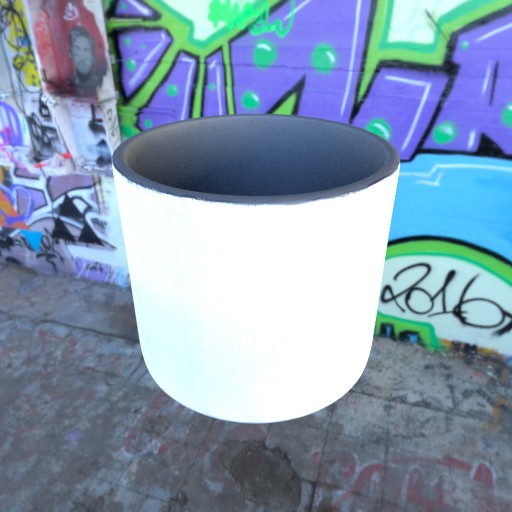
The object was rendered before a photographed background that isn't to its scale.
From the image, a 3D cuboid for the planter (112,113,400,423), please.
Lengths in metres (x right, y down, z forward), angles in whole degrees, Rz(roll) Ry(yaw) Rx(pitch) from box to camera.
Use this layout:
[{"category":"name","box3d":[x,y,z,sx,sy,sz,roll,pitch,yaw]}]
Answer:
[{"category":"planter","box3d":[0.000,0.000,0.395,0.221,0.201,0.221,0,31,0]}]
